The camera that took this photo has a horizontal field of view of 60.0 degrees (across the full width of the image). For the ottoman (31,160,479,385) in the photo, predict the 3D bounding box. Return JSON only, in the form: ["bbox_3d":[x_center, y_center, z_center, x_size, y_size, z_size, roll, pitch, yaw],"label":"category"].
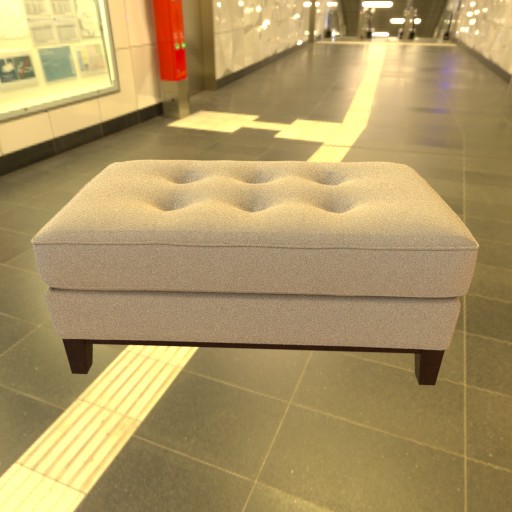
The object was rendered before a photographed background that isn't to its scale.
[{"bbox_3d":[0.000,0.000,1.458,1.143,0.508,0.648,1,30,2],"label":"ottoman"}]
